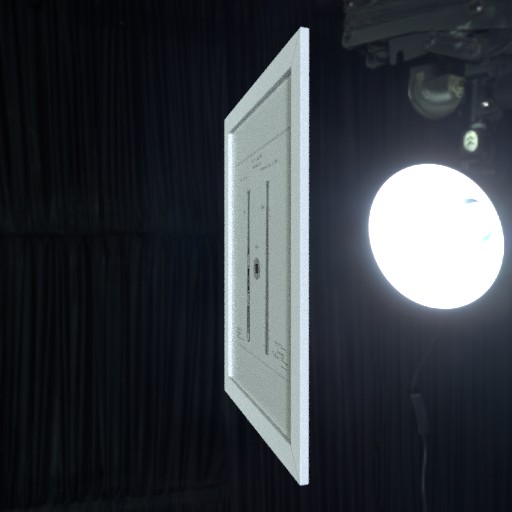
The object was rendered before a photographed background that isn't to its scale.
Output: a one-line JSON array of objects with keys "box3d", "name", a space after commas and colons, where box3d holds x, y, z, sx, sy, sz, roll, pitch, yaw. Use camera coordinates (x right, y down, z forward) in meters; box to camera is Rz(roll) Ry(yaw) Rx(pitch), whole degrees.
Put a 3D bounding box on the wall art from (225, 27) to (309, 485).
[{"box3d": [0.000, 0.000, 0.690, 0.012, 0.529, 0.374, 0, 0, -18], "name": "wall art"}]
